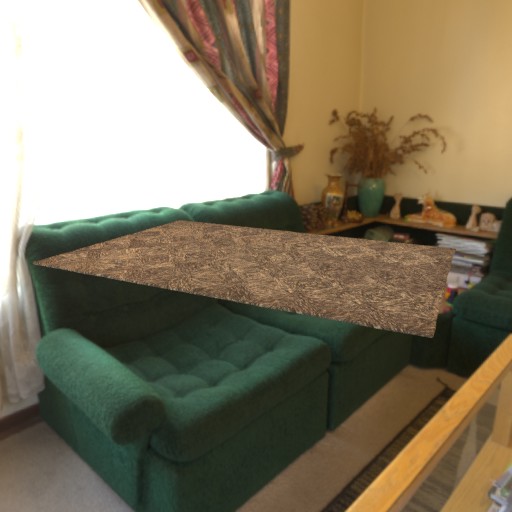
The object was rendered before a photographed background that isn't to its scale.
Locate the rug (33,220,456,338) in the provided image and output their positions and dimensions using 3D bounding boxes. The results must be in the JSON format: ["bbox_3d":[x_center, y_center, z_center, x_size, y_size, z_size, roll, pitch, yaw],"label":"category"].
[{"bbox_3d":[0.000,0.000,2.251,1.808,0.011,1.189,8,17,25],"label":"rug"}]
